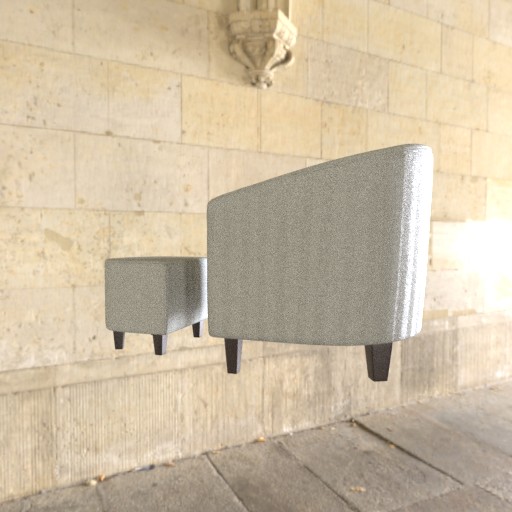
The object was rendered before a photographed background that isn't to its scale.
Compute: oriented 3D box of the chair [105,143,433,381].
[{"bbox_3d":[0.000,0.000,1.745,1.288,0.757,0.756,1,2,19],"label":"chair"}]
